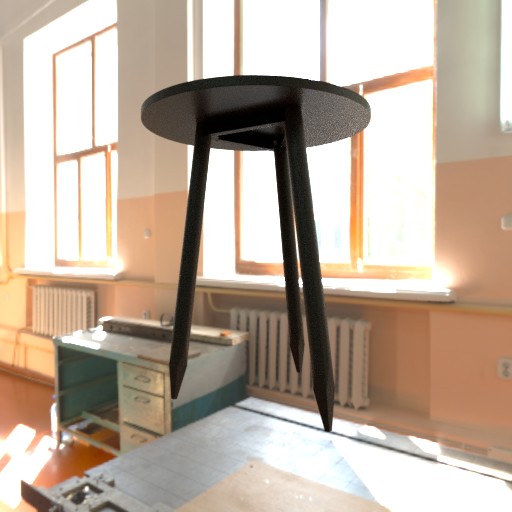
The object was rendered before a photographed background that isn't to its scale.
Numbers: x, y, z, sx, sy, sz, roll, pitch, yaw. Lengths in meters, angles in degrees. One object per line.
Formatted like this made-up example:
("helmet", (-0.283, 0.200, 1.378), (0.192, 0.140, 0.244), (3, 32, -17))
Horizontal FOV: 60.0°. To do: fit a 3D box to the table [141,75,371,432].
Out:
("table", (0.000, 0.000, 0.914), (0.457, 0.585, 0.457), (0, 1, 0))
